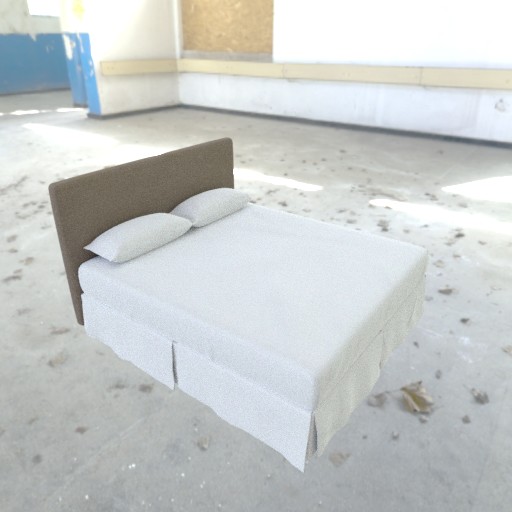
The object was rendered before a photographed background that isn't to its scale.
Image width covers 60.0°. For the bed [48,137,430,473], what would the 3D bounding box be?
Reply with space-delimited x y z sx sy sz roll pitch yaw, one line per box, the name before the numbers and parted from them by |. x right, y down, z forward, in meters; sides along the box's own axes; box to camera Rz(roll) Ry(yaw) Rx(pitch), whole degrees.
bed | 0.000 0.000 3.610 2.341 1.317 2.119 18 32 32
